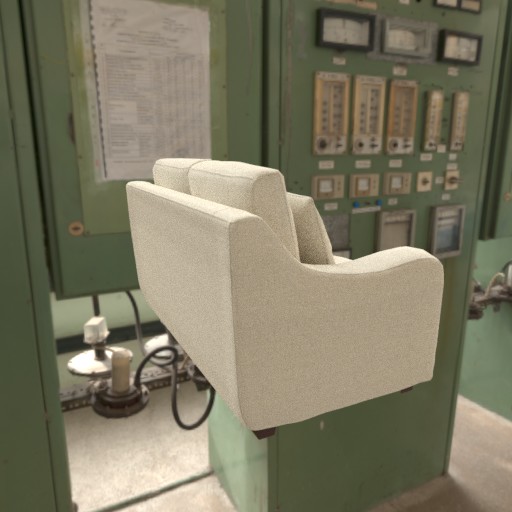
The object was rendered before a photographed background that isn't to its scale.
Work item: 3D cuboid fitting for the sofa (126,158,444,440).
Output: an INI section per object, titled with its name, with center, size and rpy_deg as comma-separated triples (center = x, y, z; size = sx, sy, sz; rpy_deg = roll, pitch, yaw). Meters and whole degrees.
[sofa]
center = 0.000, 0.000, 2.433
size = 1.040, 1.047, 1.744
rpy_deg = -7, 16, -26
